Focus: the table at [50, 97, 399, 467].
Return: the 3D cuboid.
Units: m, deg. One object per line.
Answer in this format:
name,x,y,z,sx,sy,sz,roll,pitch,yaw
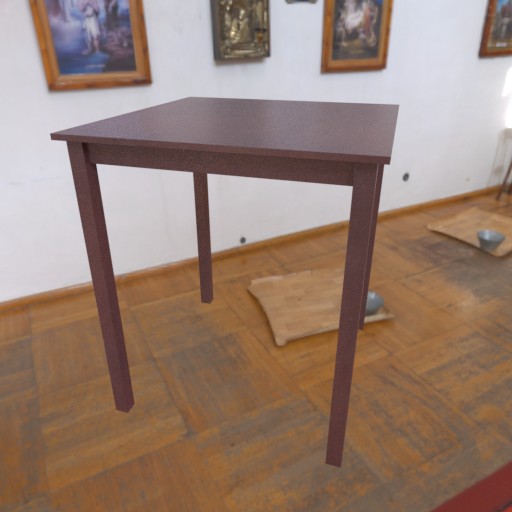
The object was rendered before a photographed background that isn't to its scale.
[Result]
table,0.000,0.000,1.631,0.861,0.991,0.861,8,27,16
